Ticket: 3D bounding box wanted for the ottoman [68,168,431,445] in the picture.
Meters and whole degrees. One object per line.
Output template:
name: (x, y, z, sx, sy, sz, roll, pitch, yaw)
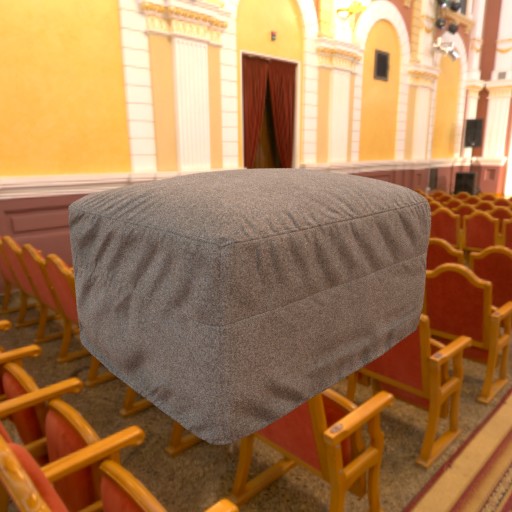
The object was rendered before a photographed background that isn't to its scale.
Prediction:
ottoman: (0.000, 0.000, 1.251, 0.837, 0.481, 0.683, -13, 19, -43)
